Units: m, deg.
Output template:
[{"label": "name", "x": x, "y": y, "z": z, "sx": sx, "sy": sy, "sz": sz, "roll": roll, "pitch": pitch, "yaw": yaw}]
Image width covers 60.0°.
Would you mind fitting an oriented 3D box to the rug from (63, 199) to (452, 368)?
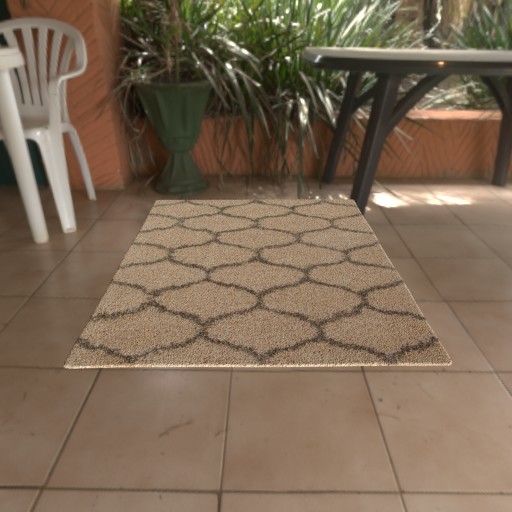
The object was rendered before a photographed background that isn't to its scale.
[{"label": "rug", "x": 0.000, "y": 0.000, "z": 4.045, "sx": 2.399, "sy": 0.026, "sz": 3.000, "roll": 0, "pitch": 27, "yaw": -1}]
